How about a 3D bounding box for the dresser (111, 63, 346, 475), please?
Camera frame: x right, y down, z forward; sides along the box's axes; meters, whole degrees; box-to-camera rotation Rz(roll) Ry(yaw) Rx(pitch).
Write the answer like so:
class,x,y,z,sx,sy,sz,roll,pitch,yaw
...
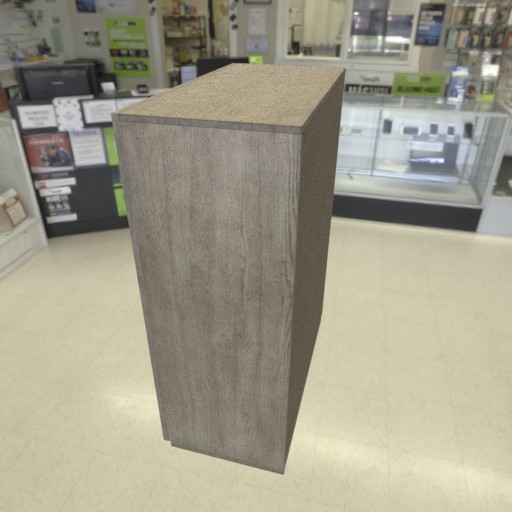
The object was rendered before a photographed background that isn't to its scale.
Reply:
class,x,y,z,sx,sy,sz,roll,pitch,yaw
dresser,0.000,0.000,1.774,0.483,1.295,0.967,8,32,13
